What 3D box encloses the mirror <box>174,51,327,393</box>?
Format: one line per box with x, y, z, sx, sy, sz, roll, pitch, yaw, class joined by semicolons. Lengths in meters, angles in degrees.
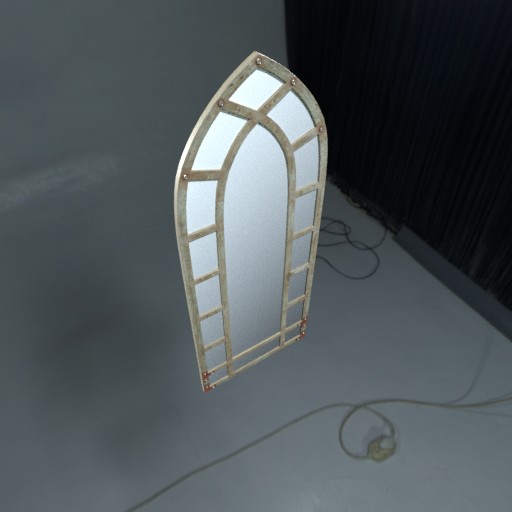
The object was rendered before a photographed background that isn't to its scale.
0.000;0.000;1.314;0.464;1.175;0.025;-25;50;-22;mirror
